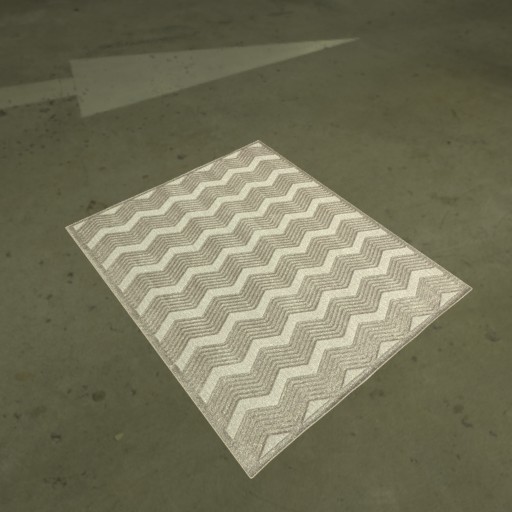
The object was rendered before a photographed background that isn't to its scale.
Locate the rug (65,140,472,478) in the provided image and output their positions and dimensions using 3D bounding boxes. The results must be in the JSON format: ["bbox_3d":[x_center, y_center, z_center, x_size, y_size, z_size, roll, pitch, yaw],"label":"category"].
[{"bbox_3d":[0.000,0.000,4.001,2.391,0.005,2.880,-31,54,-25],"label":"rug"}]
